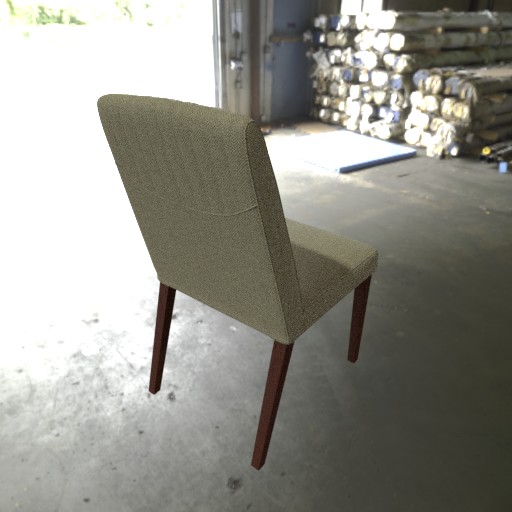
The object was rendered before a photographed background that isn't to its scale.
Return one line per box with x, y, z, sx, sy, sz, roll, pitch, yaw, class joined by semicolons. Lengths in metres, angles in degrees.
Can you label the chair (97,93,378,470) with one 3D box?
0.000;0.000;1.229;0.480;0.900;0.594;21;35;34;chair
